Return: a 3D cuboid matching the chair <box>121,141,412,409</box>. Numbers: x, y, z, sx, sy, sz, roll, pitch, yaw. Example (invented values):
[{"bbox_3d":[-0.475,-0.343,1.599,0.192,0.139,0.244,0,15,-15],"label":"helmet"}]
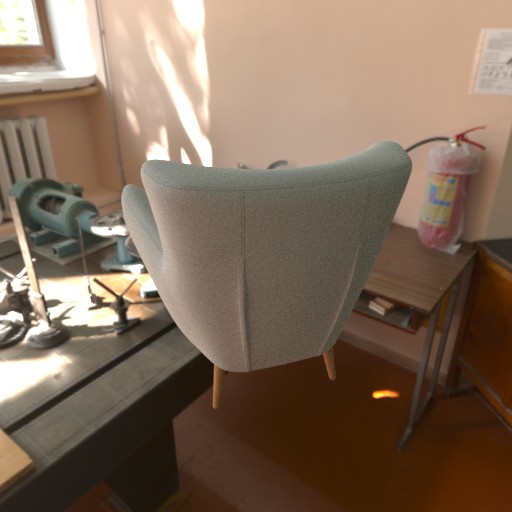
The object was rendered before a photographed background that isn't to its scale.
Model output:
[{"bbox_3d":[0.000,0.000,1.646,0.890,0.889,0.889,-8,28,-16],"label":"chair"}]
